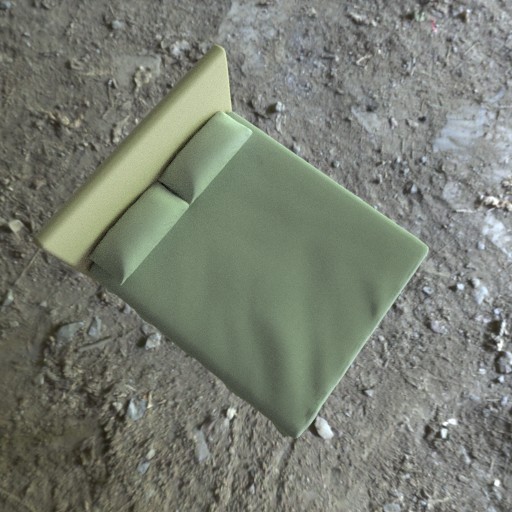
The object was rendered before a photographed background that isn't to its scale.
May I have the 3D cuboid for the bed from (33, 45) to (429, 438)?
[{"bbox_3d":[0.000,0.000,3.348,2.142,1.330,1.884,37,78,9],"label":"bed"}]
